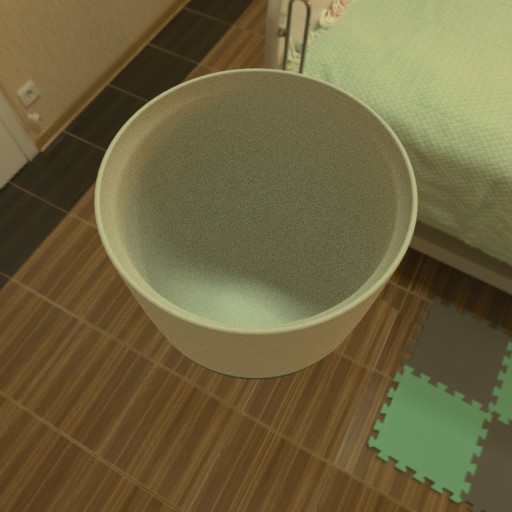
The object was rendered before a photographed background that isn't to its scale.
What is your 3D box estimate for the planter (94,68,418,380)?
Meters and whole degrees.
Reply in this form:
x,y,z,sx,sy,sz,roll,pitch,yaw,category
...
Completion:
x,y,z,sx,sy,sz,roll,pitch,yaw,category
0.000,0.000,0.377,0.204,0.214,0.204,0,63,0,planter
